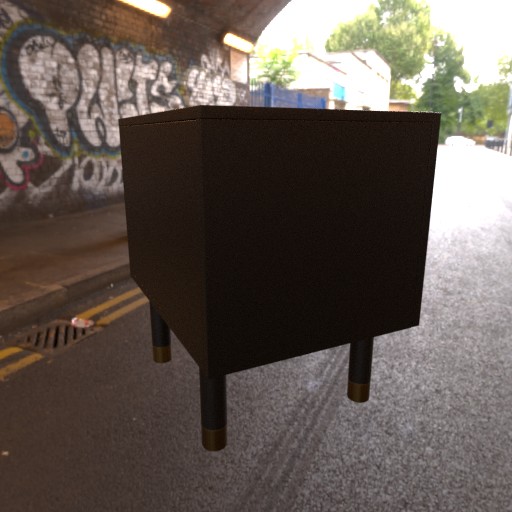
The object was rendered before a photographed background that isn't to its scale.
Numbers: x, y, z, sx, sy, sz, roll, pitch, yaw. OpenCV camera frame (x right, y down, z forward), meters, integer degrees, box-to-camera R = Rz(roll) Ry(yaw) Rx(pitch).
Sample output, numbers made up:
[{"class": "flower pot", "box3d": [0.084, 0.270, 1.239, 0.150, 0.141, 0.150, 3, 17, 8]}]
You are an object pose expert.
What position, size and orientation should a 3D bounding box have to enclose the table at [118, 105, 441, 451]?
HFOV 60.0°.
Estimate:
[{"class": "table", "box3d": [0.000, 0.000, 0.971, 0.441, 0.584, 0.564, -8, 17, -26]}]
